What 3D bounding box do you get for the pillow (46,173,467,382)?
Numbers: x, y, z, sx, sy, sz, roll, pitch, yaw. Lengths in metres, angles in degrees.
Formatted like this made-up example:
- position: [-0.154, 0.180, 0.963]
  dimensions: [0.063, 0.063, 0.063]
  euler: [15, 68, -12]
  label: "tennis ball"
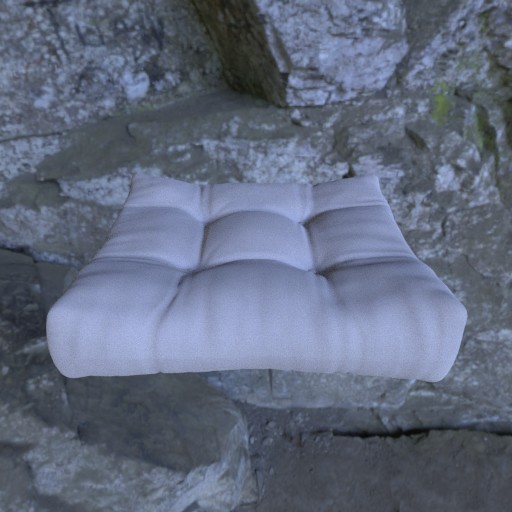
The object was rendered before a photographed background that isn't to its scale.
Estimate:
- position: [0.000, 0.000, 0.701]
  dimensions: [0.490, 0.128, 0.468]
  euler: [0, 30, 0]
  label: "pillow"
